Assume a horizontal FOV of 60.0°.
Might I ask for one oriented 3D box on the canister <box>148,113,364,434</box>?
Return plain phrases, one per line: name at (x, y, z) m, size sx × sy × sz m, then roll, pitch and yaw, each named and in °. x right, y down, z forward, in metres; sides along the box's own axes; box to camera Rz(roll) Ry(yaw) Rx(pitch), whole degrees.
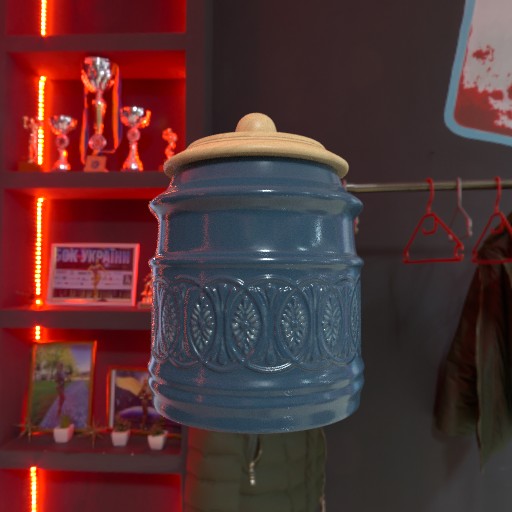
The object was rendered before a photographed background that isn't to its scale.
canister at (0.000, 0.000, 0.275) m, size 0.130 × 0.176 × 0.130 m, roll 0°, pitch -2°, yaw 0°
